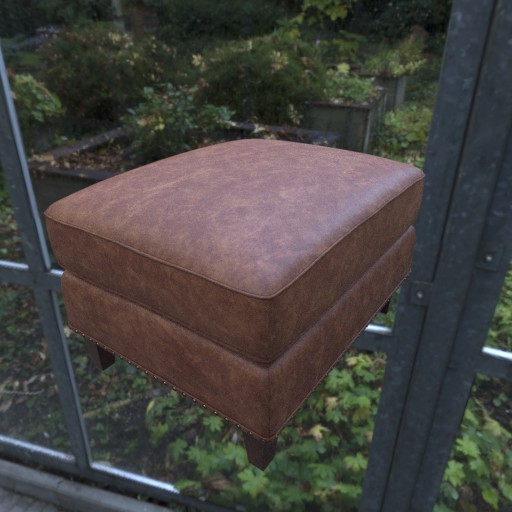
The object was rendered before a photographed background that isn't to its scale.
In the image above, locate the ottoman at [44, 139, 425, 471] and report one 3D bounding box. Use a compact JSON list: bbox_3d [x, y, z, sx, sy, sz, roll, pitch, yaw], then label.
[{"bbox_3d":[0.000,0.000,1.104,0.586,0.486,0.742,18,33,31],"label":"ottoman"}]
